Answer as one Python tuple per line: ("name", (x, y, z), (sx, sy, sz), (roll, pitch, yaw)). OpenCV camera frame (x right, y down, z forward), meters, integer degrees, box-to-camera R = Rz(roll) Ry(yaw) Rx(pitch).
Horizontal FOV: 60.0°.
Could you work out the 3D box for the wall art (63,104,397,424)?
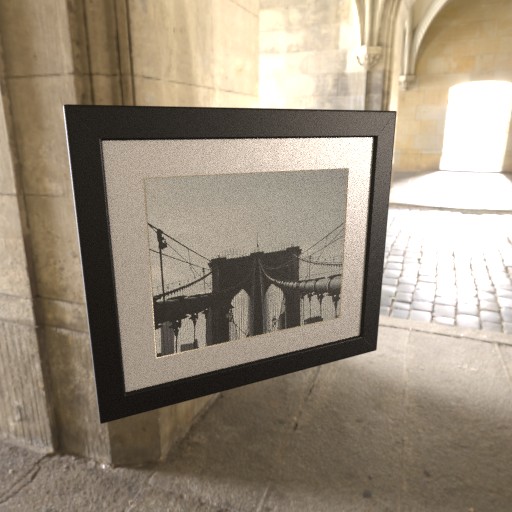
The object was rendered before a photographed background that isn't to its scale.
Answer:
("wall art", (0.000, 0.000, 0.711), (0.521, 0.450, 0.018), (-8, 18, -25))
